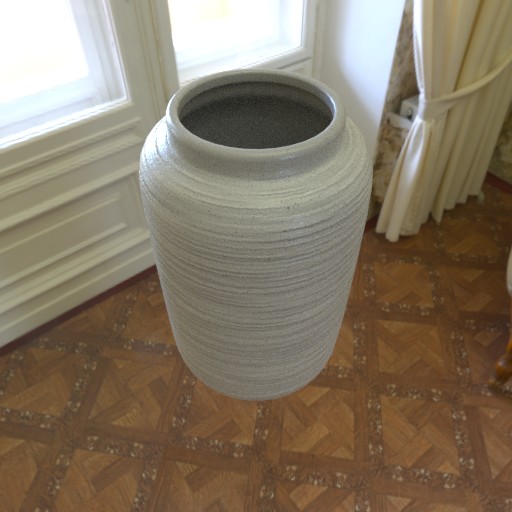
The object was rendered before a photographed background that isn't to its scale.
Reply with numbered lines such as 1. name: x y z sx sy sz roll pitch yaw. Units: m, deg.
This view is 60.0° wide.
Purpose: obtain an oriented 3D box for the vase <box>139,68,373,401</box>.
1. vase: 0.000 0.000 0.462 0.202 0.335 0.202 0 46 0
